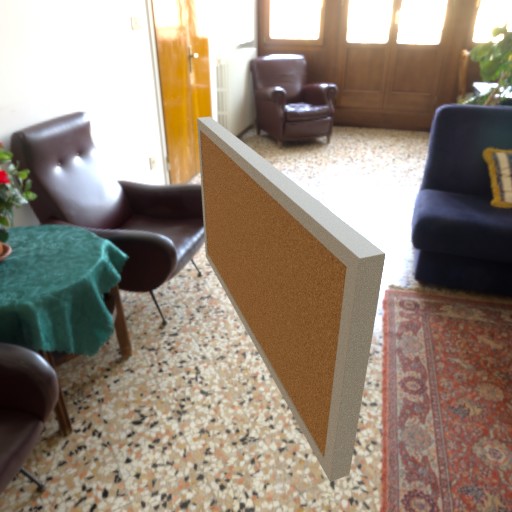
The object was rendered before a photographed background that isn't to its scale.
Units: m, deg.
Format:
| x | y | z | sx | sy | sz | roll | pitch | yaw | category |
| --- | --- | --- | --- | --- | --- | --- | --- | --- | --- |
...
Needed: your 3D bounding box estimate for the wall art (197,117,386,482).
| x | y | z | sx | sy | sz | roll | pitch | yaw | category |
| --- | --- | --- | --- | --- | --- | --- | --- | --- | --- |
| 0.000 | 0.000 | 0.972 | 0.038 | 0.431 | 0.812 | -10 | 31 | -18 | wall art |
